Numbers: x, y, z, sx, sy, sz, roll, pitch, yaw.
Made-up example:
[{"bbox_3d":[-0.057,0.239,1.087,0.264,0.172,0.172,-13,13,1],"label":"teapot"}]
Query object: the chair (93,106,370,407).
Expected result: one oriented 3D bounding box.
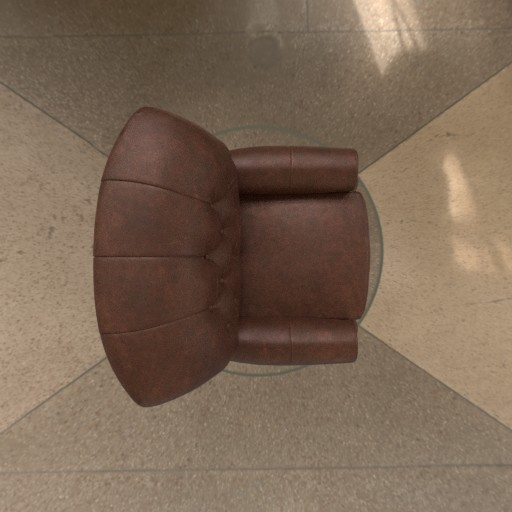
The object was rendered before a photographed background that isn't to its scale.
[{"bbox_3d":[0.000,0.000,1.940,1.031,1.162,0.979,0,91,0],"label":"chair"}]
